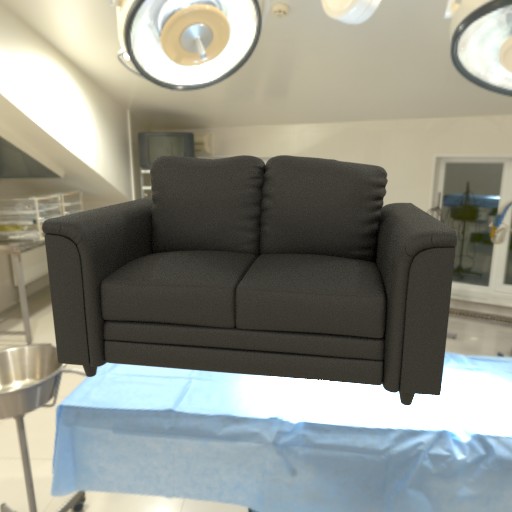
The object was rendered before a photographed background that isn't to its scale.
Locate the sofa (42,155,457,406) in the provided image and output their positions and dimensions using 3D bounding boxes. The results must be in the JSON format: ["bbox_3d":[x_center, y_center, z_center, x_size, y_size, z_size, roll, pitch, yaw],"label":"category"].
[{"bbox_3d":[0.000,0.000,1.904,1.386,0.845,0.887,2,13,10],"label":"sofa"}]
